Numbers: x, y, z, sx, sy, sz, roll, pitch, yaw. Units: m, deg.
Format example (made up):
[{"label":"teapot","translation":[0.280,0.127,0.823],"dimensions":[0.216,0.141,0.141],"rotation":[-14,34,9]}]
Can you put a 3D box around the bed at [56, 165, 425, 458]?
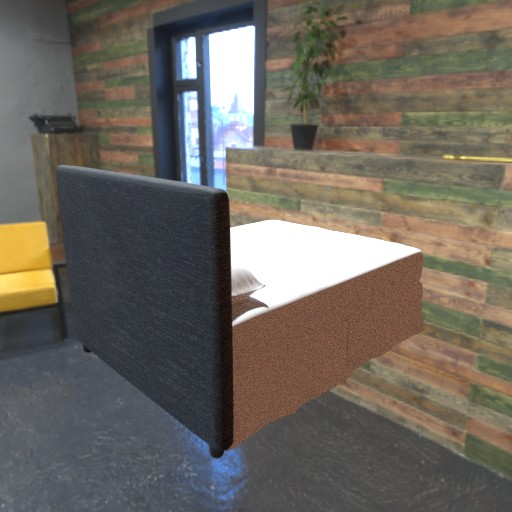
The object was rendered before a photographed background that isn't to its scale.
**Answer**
[{"label":"bed","translation":[0.000,0.000,3.203],"dimensions":[2.142,1.330,1.723],"rotation":[-15,22,-42]}]
